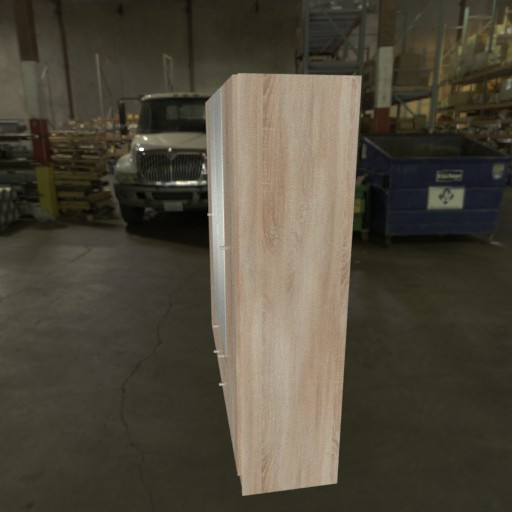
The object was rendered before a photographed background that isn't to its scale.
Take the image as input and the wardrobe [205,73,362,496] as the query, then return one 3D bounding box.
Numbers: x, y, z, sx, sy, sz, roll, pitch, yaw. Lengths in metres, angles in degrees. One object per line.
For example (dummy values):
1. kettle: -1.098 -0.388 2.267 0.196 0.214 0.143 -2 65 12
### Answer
1. wardrobe: 0.000 0.000 3.122 0.598 2.159 1.998 -3 16 -9
